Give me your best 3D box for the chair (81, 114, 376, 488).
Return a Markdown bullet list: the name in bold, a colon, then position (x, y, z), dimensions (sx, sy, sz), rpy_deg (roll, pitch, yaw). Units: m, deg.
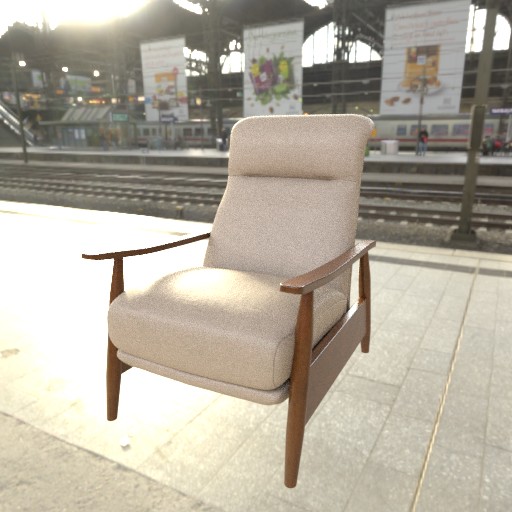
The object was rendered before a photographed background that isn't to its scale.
- **chair**: position (0.000, 0.000, 1.727), dimensions (0.762, 1.082, 1.030), rpy_deg (7, 17, 26)
